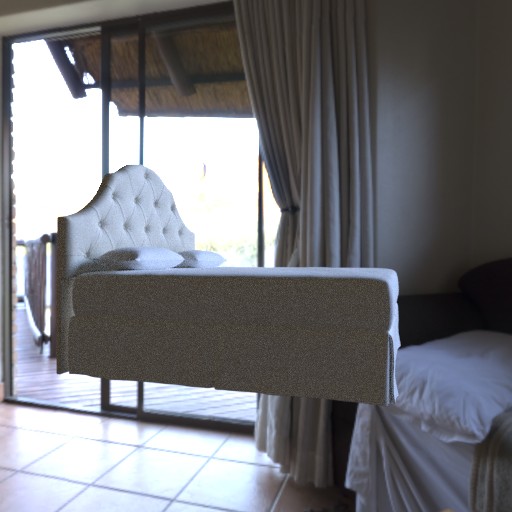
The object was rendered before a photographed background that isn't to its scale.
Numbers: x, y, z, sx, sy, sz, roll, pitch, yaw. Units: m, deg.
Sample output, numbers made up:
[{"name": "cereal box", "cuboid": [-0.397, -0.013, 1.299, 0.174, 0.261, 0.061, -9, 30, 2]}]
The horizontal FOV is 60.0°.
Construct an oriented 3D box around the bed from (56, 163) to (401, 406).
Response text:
[{"name": "bed", "cuboid": [0.000, 0.000, 3.592, 2.214, 1.615, 2.008, 0, 0, 18]}]
